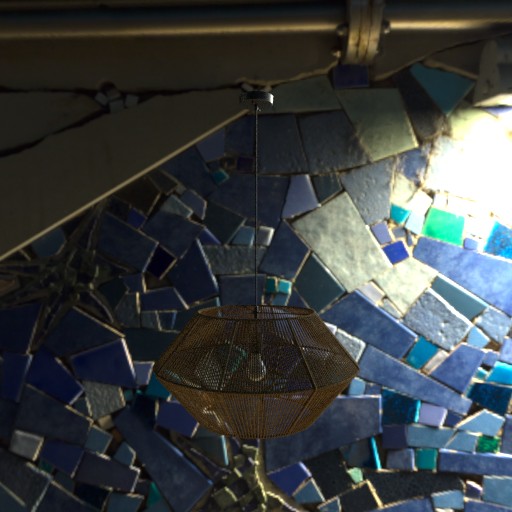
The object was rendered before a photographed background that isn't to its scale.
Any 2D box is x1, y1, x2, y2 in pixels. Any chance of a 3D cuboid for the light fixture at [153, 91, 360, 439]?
[{"bbox_3d":[0.000,0.000,1.406,0.643,1.009,0.643,0,0,0],"label":"light fixture"}]
